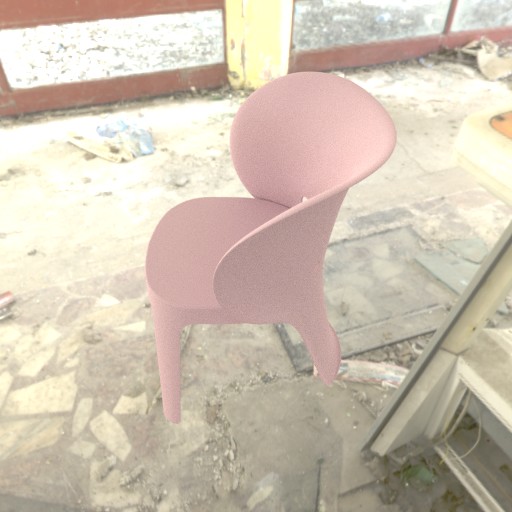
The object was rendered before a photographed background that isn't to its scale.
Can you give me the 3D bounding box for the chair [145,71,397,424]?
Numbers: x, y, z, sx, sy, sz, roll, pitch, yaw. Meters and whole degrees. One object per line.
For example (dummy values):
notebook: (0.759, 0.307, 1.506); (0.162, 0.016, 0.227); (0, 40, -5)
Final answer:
chair: (0.000, 0.000, 0.834); (0.402, 0.554, 0.451); (0, 41, 0)
